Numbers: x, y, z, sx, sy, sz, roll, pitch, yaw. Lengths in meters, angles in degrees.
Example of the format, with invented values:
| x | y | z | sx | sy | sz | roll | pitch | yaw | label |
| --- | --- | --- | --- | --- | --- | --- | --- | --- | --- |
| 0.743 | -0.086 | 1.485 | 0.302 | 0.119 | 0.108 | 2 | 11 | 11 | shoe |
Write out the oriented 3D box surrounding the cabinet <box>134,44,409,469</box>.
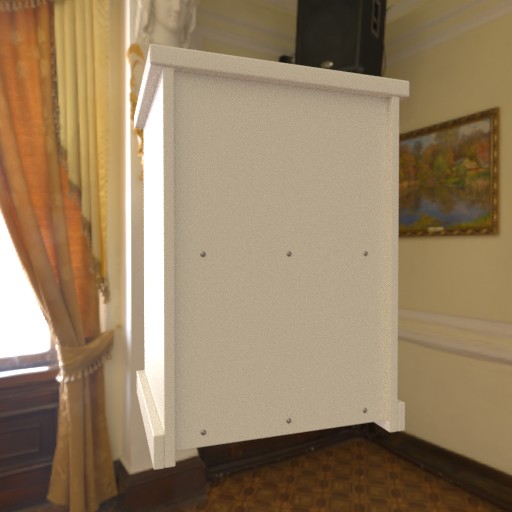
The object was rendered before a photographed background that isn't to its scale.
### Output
| x | y | z | sx | sy | sz | roll | pitch | yaw | label |
| --- | --- | --- | --- | --- | --- | --- | --- | --- | --- |
| 0.000 | 0.000 | 1.034 | 0.520 | 0.723 | 0.431 | 0 | 1 | -19 | cabinet |
